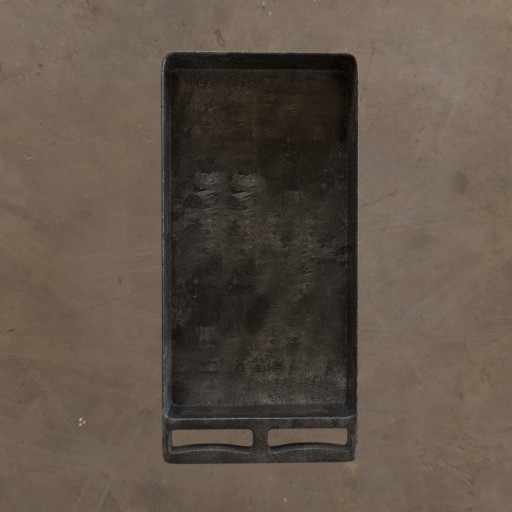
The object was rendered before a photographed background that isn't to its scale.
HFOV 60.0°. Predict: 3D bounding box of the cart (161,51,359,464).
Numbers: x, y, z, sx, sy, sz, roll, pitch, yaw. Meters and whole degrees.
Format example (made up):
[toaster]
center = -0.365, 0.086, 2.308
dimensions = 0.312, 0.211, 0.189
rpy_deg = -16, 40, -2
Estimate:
[cart]
center = 0.000, 0.000, 1.350
dimensions = 0.420, 0.824, 0.877
rpy_deg = 0, 91, -1
